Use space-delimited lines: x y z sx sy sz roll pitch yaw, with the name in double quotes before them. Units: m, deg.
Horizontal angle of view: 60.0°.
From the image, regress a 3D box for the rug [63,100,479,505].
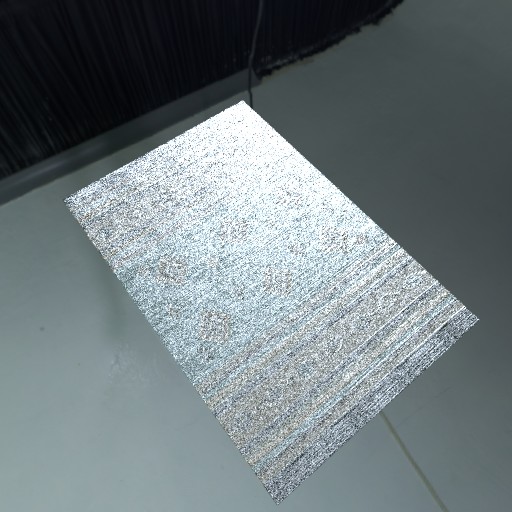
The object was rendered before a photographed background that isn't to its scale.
"rug" 0.000 0.000 2.215 1.212 0.010 1.811 -35 67 -17
